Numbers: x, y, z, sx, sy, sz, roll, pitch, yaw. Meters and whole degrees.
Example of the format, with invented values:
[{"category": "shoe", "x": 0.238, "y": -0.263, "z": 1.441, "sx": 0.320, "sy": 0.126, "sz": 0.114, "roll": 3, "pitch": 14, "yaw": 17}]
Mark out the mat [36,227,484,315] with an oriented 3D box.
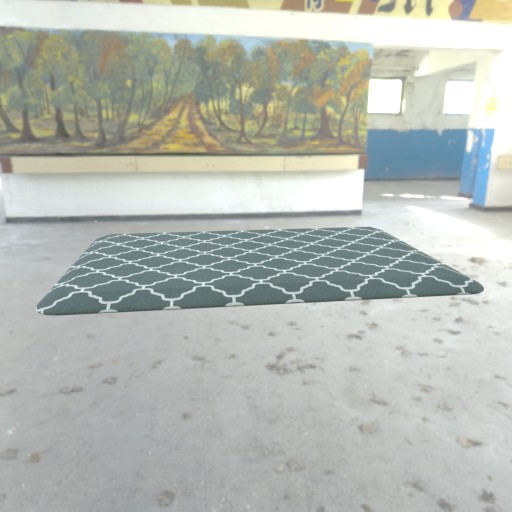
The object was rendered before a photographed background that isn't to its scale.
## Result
[{"category": "mat", "x": 0.000, "y": 0.000, "z": 0.958, "sx": 0.762, "sy": 0.021, "sz": 0.508, "roll": -2, "pitch": 16, "yaw": -7}]
